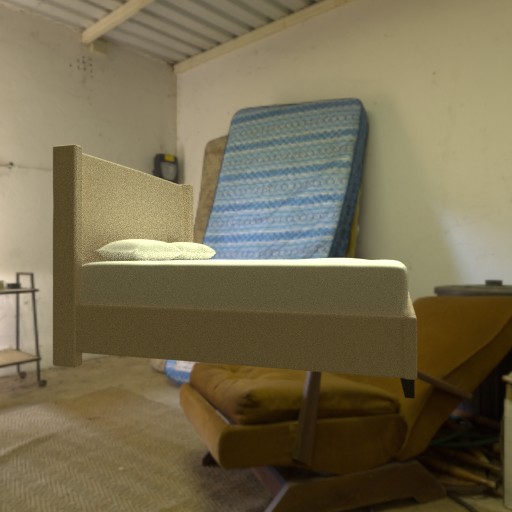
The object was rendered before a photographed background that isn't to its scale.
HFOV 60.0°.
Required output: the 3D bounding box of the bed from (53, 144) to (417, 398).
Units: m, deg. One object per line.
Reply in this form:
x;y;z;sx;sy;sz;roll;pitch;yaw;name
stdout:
0.000;0.000;3.452;2.293;1.471;1.778;0;0;18;bed
